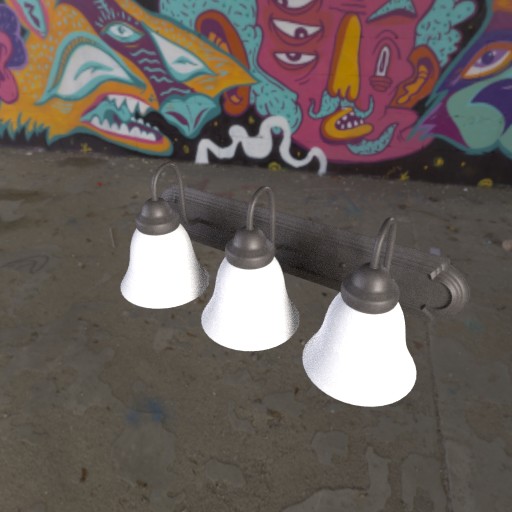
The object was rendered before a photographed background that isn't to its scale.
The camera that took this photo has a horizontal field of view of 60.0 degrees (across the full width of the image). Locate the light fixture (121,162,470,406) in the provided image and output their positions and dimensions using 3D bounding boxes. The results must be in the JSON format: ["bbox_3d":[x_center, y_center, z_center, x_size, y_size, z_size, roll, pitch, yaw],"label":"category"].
[{"bbox_3d":[0.000,0.000,0.702,0.610,0.222,0.199,19,36,28],"label":"light fixture"}]
